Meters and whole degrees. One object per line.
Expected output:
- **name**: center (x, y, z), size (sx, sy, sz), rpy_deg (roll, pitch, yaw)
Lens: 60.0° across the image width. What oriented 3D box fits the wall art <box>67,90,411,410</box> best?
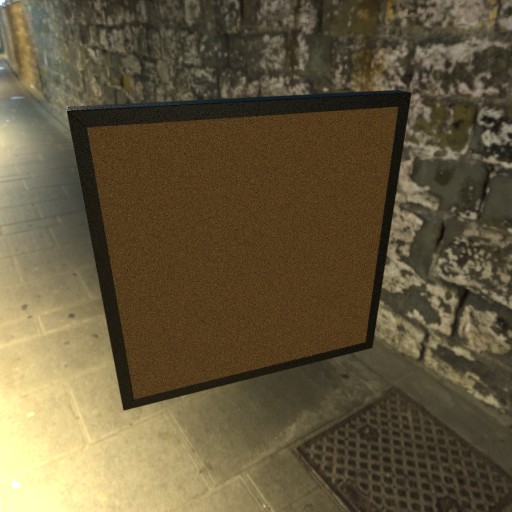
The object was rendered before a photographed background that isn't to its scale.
- **wall art**: center (0.000, 0.000, 0.752), size (0.508, 0.508, 0.036), rpy_deg (-9, 29, -17)
